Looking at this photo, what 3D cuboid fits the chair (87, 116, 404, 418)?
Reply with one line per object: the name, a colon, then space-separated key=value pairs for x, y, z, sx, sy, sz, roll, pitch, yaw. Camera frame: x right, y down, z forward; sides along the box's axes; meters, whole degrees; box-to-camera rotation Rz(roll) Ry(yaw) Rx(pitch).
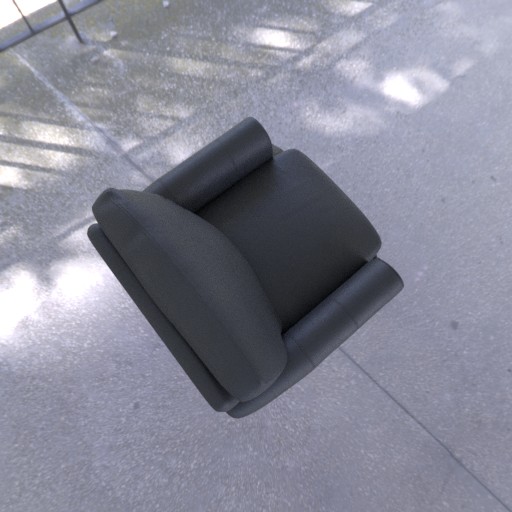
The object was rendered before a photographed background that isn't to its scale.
chair: x=0.000 y=0.000 z=1.856 sx=1.027 sy=0.960 sz=1.015 roll=-33 pitch=78 yaw=-8
